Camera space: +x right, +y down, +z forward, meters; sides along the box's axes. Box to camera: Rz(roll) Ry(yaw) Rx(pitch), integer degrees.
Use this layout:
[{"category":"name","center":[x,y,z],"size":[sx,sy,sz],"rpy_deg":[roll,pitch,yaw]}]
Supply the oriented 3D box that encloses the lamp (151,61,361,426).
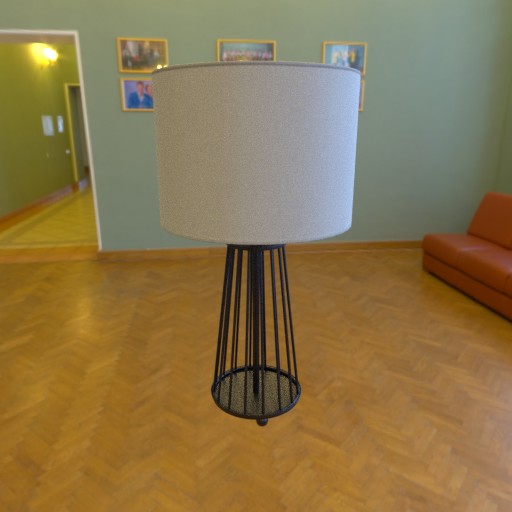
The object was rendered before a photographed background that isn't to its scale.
[{"category":"lamp","center":[0.000,0.000,0.781],"size":[0.322,0.593,0.322],"rpy_deg":[-3,17,-9]}]
